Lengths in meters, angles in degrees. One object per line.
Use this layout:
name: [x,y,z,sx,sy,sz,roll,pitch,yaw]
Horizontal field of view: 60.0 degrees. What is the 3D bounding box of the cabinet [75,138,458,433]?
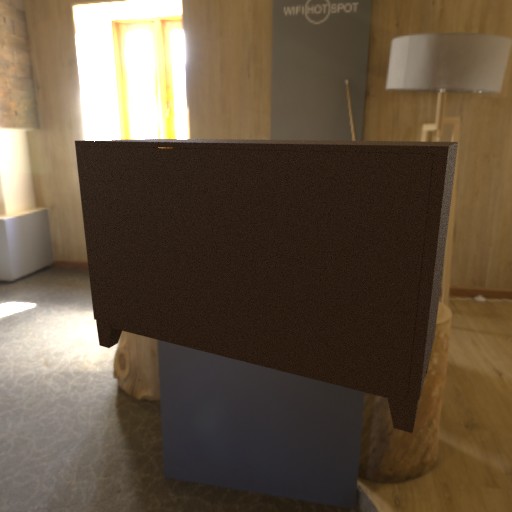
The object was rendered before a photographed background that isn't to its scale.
cabinet: [0.000,0.000,1.823,1.396,0.914,0.482,8,18,25]
